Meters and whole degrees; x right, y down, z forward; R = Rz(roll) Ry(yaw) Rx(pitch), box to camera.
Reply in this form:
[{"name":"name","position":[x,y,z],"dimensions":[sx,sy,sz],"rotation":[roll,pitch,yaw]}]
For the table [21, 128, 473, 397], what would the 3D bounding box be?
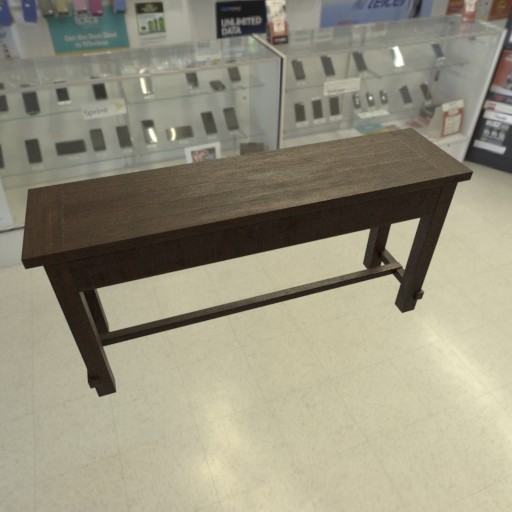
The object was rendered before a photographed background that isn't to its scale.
[{"name":"table","position":[0.000,0.000,1.892],"dimensions":[1.599,0.762,0.442],"rotation":[-12,42,-14]}]
